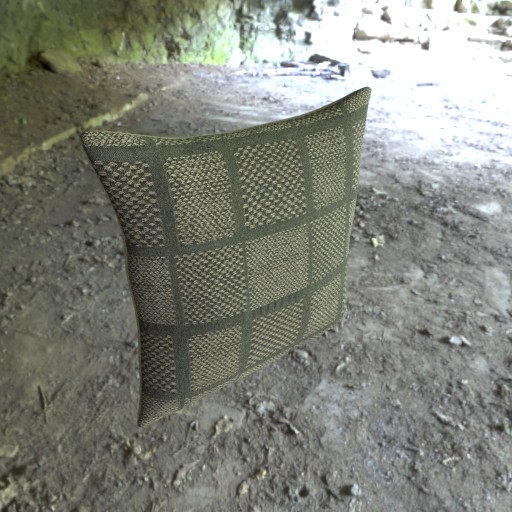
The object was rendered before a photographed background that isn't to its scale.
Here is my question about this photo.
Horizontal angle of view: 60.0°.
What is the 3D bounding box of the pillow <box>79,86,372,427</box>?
[{"bbox_3d":[0.000,0.000,0.654,0.435,0.432,0.138,-21,36,-31],"label":"pillow"}]
